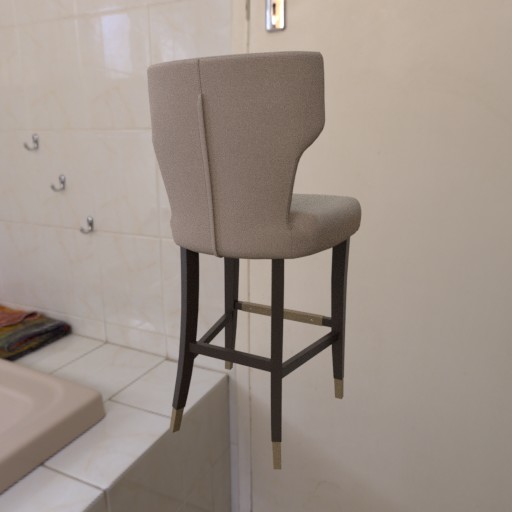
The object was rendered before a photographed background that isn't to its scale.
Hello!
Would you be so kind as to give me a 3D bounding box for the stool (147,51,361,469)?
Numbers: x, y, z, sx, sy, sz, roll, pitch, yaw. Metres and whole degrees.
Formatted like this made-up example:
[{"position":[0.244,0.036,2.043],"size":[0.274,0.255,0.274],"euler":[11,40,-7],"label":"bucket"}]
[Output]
[{"position":[0.000,0.000,1.387],"size":[0.526,1.092,0.563],"euler":[7,16,26],"label":"stool"}]
